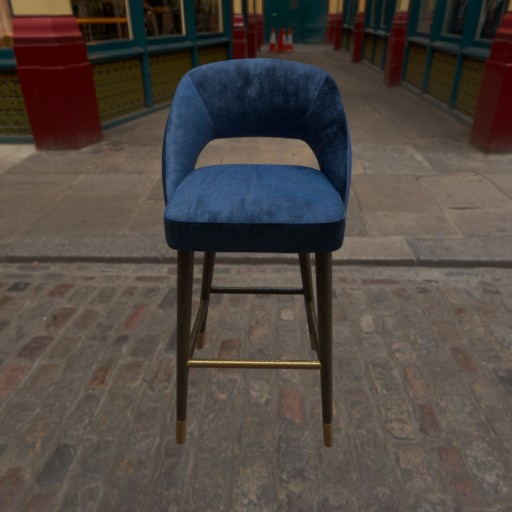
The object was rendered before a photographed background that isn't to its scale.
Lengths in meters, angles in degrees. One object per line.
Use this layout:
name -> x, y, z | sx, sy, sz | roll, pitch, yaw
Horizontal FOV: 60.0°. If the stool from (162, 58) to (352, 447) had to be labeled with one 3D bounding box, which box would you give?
stool -> 0.000, 0.000, 1.296 | 0.514, 1.016, 0.515 | 1, 29, 1
